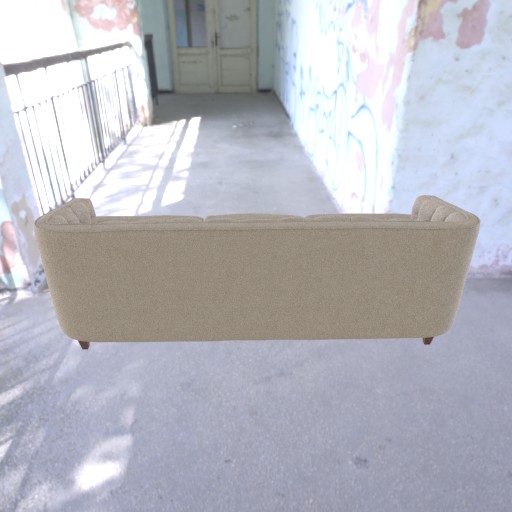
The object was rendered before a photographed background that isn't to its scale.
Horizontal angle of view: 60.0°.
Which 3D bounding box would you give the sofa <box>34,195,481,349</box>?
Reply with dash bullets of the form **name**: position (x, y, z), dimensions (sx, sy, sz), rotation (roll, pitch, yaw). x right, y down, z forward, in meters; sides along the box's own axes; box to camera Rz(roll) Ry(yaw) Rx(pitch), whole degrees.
- **sofa**: position (0.000, 0.000, 2.623), dimensions (2.235, 0.788, 0.913), rotation (-1, 29, -1)
